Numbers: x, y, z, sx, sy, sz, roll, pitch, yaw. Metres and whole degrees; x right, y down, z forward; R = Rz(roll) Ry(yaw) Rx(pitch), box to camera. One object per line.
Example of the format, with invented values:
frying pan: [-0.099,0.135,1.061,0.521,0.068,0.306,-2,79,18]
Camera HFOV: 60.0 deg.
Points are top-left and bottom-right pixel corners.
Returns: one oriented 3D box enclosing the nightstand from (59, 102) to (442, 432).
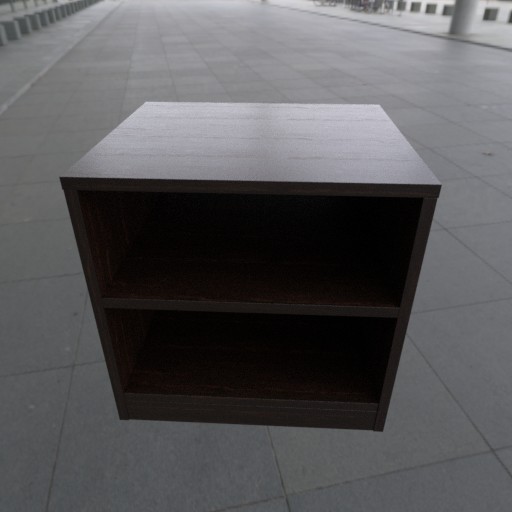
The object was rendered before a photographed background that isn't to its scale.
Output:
nightstand: [0.000,0.000,0.872,0.489,0.487,0.427,2,32,3]
